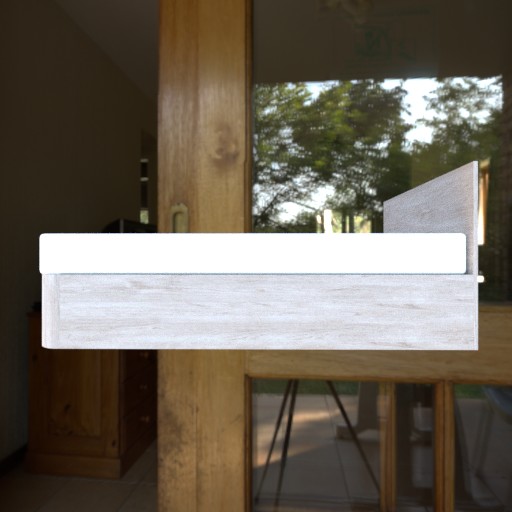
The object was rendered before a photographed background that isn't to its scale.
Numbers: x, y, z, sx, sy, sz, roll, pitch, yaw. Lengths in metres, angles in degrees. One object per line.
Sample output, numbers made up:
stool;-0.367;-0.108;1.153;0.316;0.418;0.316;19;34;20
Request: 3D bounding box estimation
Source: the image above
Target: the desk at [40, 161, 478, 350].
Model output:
desk;0.000;0.000;2.589;1.900;0.800;1.400;0;0;1
